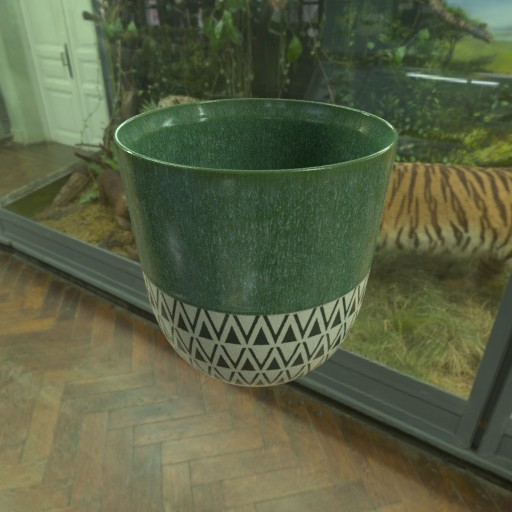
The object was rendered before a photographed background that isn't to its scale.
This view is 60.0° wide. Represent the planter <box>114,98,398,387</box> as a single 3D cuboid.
[{"bbox_3d":[0.000,0.000,0.367,0.195,0.214,0.195,0,30,0],"label":"planter"}]
